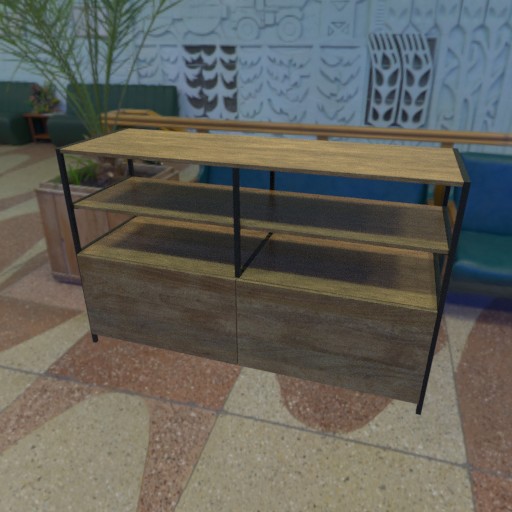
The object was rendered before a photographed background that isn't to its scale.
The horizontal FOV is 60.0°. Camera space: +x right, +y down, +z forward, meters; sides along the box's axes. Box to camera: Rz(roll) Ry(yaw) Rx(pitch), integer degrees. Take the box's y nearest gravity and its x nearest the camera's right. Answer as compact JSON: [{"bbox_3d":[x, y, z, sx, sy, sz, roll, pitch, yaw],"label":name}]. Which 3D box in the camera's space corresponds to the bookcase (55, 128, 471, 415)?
[{"bbox_3d":[0.000,0.000,1.479,1.149,0.712,0.391,8,27,16],"label":"bookcase"}]
